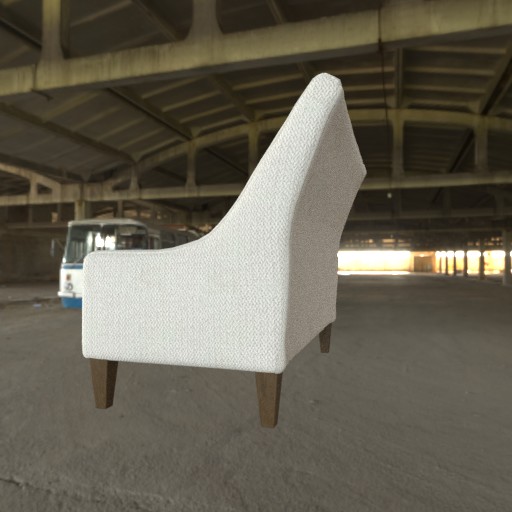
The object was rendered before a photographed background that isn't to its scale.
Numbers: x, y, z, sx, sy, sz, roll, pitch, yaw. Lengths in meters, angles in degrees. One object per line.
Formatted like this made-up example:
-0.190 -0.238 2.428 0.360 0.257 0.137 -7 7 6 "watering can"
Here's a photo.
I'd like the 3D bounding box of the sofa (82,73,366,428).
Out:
0.000 0.000 1.921 0.870 1.022 1.242 0 -1 17 "sofa"
